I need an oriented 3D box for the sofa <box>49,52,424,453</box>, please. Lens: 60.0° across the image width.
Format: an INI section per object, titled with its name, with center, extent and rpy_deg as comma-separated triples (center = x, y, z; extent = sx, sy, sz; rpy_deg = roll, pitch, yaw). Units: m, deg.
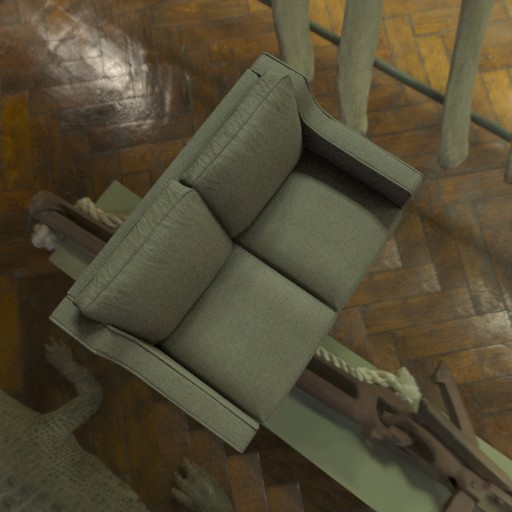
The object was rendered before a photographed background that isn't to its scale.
[sofa]
center = 0.000, 0.000, 2.162
extent = 0.985, 0.981, 1.503
rpy_deg = 34, 79, 8
